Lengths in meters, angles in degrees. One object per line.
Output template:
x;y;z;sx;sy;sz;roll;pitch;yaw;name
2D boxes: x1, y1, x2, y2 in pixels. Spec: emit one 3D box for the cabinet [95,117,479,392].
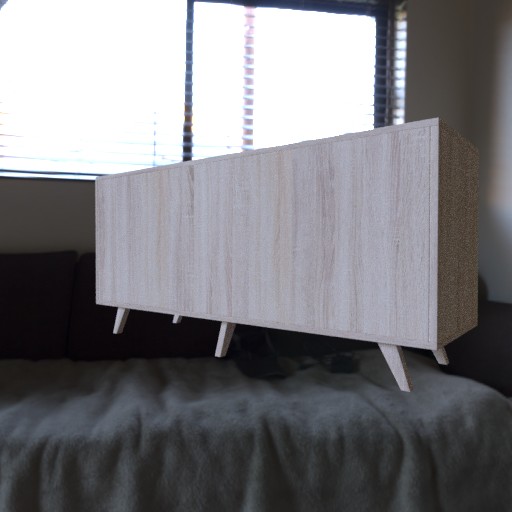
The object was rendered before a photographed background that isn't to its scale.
0.000;0.000;1.915;1.650;0.780;0.500;1;1;38;cabinet
